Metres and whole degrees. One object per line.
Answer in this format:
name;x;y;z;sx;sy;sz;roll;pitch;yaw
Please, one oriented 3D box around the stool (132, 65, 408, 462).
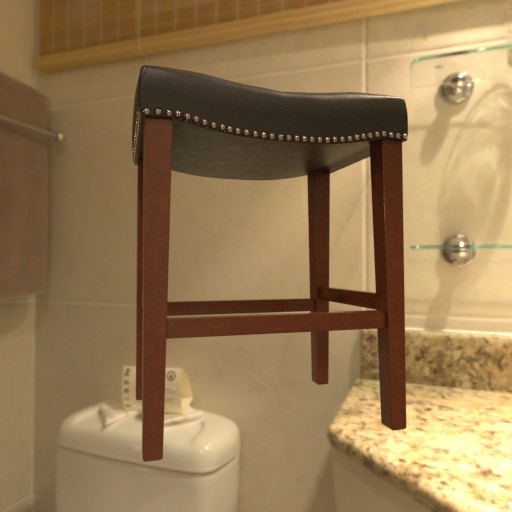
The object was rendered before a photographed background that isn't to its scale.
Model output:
stool;0.000;0.000;0.939;0.504;0.654;0.372;0;-1;-17
